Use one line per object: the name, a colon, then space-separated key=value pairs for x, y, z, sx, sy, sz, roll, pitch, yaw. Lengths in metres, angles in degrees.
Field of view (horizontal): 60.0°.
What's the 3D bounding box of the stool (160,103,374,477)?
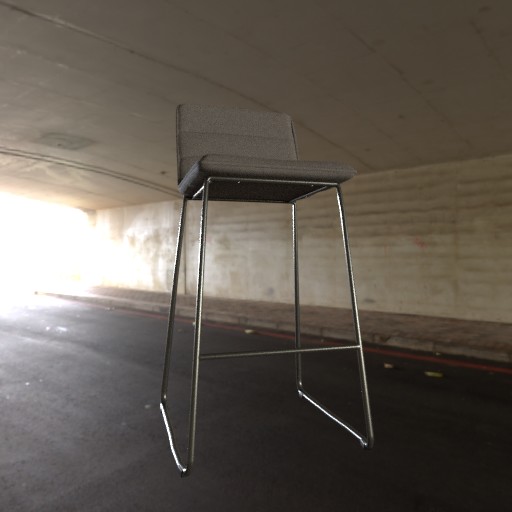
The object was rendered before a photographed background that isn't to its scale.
stool: x=0.000 y=0.000 z=1.236 sx=0.490 sy=0.960 sz=0.490 roll=0 pitch=0 yaw=-17
